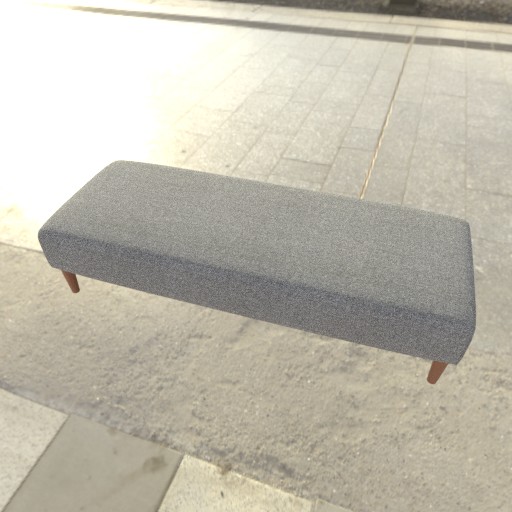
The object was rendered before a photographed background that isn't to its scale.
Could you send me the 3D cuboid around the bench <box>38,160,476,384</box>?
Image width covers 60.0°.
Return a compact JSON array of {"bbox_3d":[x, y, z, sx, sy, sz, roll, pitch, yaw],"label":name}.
[{"bbox_3d":[0.000,0.000,1.834,1.598,0.384,0.631,12,43,13],"label":"bench"}]
